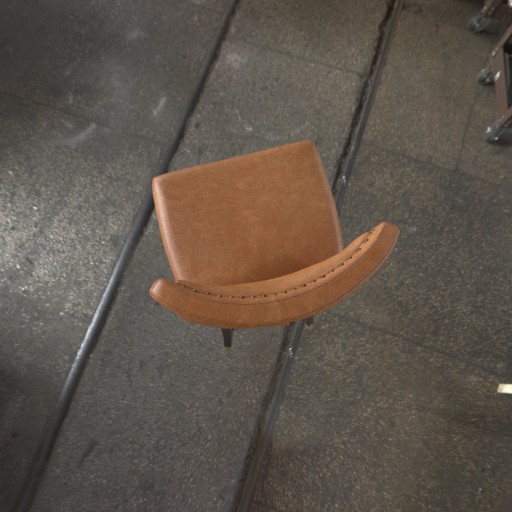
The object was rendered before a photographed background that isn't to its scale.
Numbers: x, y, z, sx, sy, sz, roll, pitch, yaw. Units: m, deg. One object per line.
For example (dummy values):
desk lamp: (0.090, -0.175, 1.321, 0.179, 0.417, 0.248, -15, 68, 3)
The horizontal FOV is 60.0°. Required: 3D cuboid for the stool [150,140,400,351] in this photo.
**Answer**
stool: (0.000, 0.000, 1.419, 0.526, 1.092, 0.563, -14, 75, -4)
